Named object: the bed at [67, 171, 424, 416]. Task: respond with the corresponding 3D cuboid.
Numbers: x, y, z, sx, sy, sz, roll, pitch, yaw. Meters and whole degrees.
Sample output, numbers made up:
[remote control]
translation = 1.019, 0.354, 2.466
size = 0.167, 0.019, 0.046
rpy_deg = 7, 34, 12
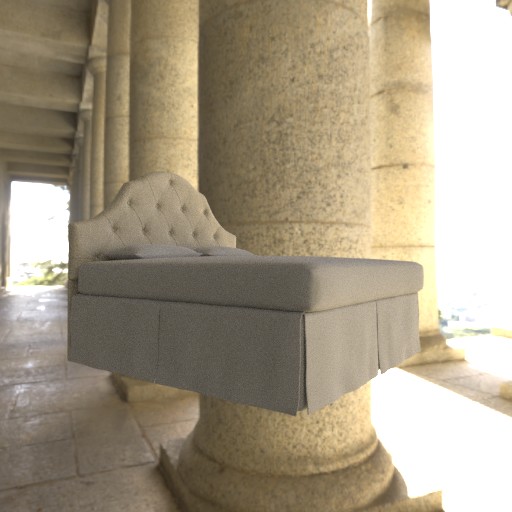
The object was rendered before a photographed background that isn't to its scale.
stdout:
[bed]
translation = 0.000, 0.000, 3.476
size = 2.086, 1.555, 2.012
rpy_deg = 0, -1, 36
